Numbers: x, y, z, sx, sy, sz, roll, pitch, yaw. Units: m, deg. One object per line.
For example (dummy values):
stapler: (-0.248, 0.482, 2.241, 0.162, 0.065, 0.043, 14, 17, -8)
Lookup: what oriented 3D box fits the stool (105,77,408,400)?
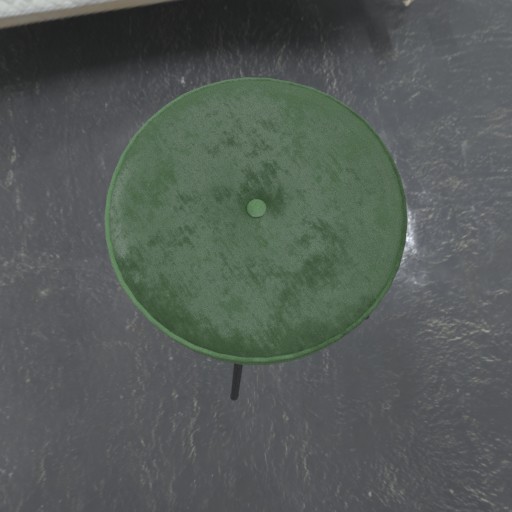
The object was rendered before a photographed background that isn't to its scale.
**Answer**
stool: (0.000, 0.000, 0.894, 0.430, 0.595, 0.457, -30, 77, -7)
